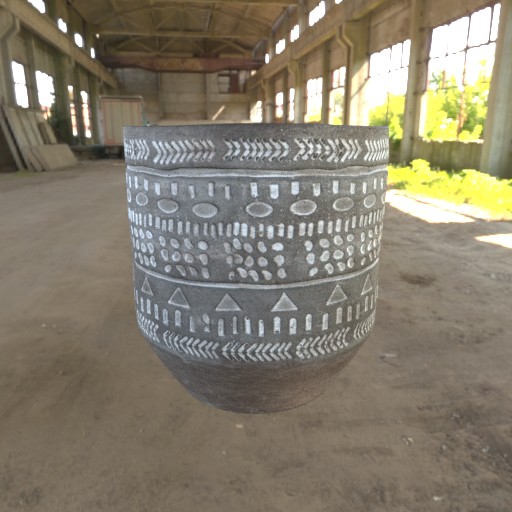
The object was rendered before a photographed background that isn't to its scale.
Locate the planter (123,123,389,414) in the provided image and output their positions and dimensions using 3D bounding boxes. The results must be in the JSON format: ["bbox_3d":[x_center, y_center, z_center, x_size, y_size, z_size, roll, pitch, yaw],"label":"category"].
[{"bbox_3d":[0.000,0.000,0.225,0.122,0.128,0.122,0,16,0],"label":"planter"}]
